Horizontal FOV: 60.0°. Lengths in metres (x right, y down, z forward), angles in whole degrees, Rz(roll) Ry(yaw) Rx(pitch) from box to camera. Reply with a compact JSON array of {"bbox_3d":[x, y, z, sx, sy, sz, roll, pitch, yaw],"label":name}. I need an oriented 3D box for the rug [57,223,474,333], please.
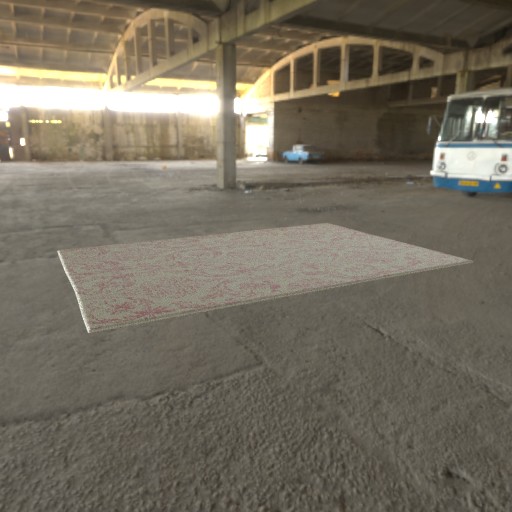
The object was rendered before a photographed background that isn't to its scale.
[{"bbox_3d":[0.000,0.000,3.494,2.746,0.018,1.819,-7,16,-27],"label":"rug"}]
